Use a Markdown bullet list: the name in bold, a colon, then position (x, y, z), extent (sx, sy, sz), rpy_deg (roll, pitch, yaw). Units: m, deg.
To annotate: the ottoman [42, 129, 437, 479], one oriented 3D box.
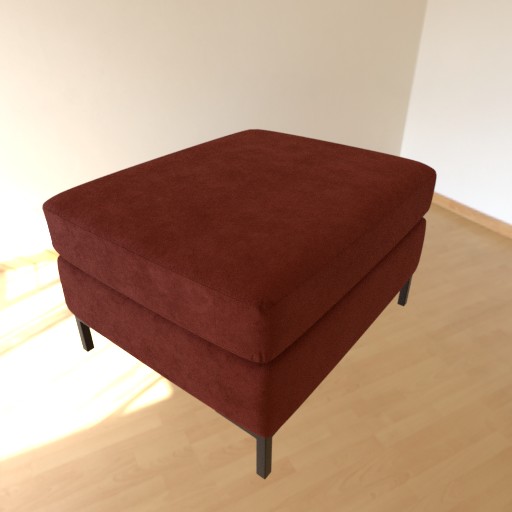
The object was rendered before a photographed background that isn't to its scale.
- **ottoman**: position (0.000, 0.000, 1.166), extent (0.650, 0.462, 0.782), rpy_deg (21, 37, 32)
